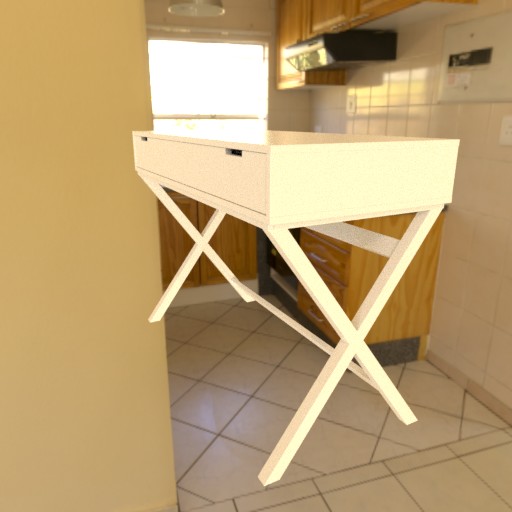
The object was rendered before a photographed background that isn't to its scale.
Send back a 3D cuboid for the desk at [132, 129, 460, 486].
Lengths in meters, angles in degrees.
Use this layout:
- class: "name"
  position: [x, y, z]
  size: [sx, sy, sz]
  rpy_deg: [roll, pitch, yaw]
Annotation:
- class: "desk"
  position: [0.000, 0.000, 1.472]
  size: [0.509, 0.780, 1.059]
  rpy_deg: [-9, 19, -27]
